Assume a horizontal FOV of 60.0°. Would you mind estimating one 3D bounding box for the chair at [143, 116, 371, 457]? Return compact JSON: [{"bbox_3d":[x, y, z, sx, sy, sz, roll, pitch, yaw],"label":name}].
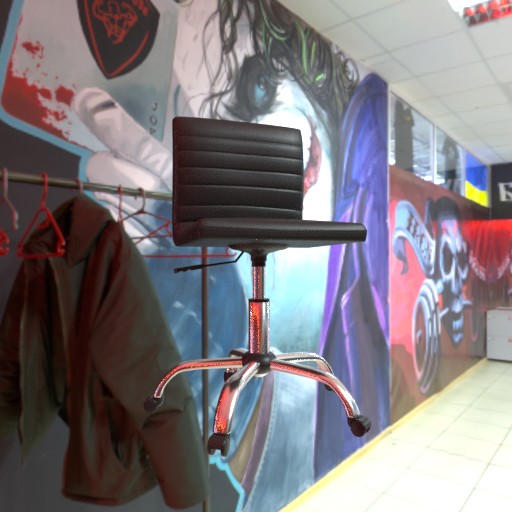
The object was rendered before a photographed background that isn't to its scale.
[{"bbox_3d":[0.000,0.000,1.142,0.556,0.780,0.530,0,-1,-18],"label":"chair"}]
